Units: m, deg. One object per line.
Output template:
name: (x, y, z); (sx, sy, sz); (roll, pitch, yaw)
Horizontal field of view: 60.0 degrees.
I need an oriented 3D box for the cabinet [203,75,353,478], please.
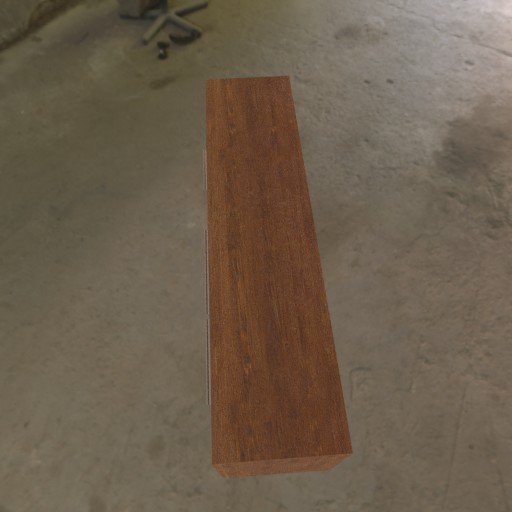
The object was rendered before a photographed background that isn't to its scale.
cabinet: (0.000, 0.000, 1.835); (0.419, 0.510, 1.600); (-3, 59, -2)
